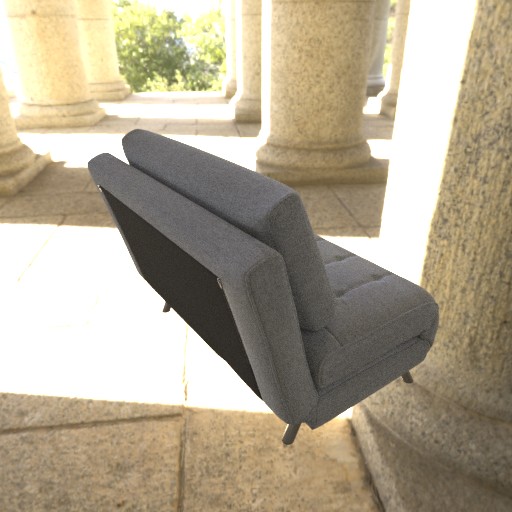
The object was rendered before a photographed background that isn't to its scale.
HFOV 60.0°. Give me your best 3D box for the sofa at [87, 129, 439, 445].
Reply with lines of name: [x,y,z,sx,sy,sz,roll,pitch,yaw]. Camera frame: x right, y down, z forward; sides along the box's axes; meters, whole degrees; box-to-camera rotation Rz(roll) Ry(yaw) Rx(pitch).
sofa: [0.000,0.000,1.819,0.910,0.910,1.220,-18,32,-31]
